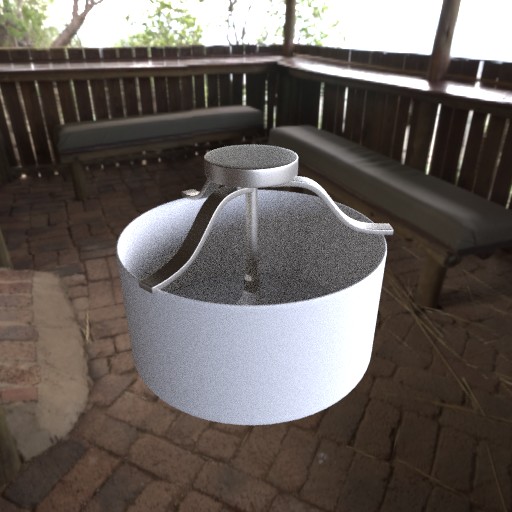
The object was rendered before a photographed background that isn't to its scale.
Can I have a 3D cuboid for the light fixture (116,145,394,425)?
[{"bbox_3d":[0.000,0.000,0.664,0.395,0.304,0.395,0,28,0],"label":"light fixture"}]
